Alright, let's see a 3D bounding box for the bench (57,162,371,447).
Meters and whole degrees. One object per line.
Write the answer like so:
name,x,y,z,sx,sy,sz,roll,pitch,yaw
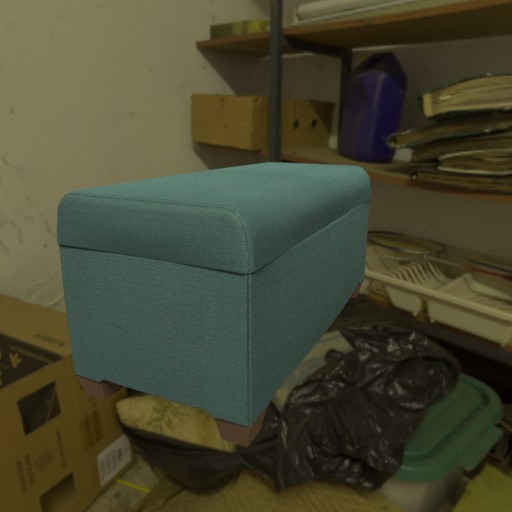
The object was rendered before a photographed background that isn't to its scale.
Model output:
bench,0.000,0.000,1.265,0.476,0.474,0.995,7,17,24
